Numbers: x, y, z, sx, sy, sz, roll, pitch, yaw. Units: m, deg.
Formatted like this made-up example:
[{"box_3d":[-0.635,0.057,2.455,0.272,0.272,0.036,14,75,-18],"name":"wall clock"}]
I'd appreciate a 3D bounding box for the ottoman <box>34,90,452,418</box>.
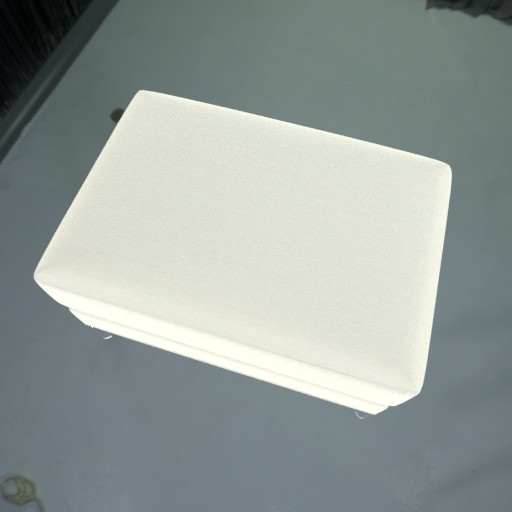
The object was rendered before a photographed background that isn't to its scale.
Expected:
[{"box_3d":[0.000,0.000,1.178,0.835,0.497,0.581,15,65,7],"name":"ottoman"}]
